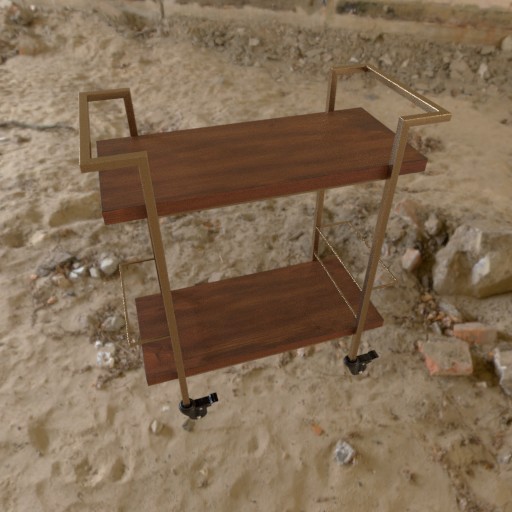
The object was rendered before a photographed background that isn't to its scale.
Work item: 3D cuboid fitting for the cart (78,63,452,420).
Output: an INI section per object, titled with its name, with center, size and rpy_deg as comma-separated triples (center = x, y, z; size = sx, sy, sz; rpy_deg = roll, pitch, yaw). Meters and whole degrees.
[cart]
center = 0.000, 0.000, 1.151
size = 0.695, 0.807, 0.364
rpy_deg = -11, 41, -13
